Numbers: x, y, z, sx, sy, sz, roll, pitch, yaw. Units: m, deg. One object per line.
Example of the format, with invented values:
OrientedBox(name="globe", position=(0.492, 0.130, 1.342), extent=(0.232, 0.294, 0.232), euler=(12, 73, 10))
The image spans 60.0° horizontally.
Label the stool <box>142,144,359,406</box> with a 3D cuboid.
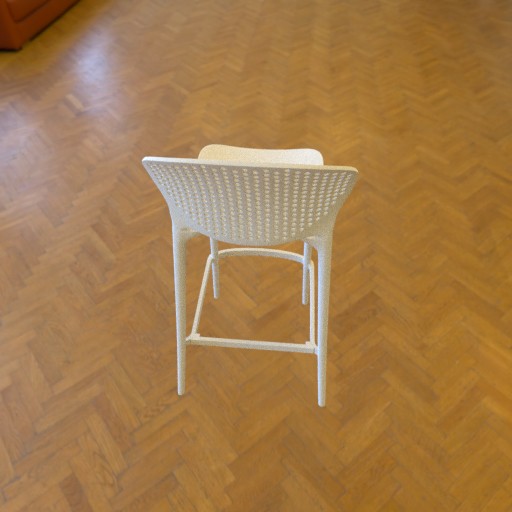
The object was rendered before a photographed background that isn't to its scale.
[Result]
OrientedBox(name="stool", position=(0.000, 0.000, 1.384), extent=(0.536, 1.045, 0.535), euler=(4, 46, 3))
